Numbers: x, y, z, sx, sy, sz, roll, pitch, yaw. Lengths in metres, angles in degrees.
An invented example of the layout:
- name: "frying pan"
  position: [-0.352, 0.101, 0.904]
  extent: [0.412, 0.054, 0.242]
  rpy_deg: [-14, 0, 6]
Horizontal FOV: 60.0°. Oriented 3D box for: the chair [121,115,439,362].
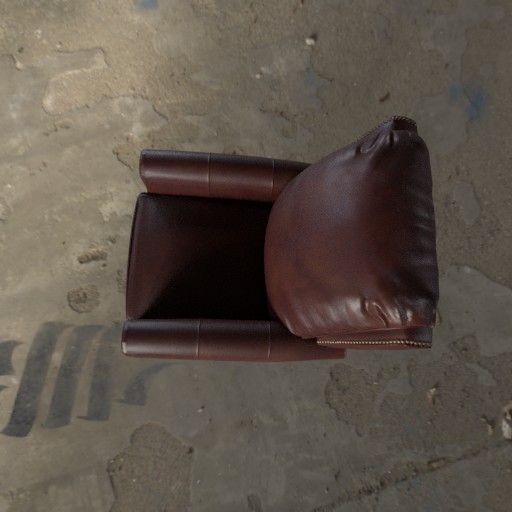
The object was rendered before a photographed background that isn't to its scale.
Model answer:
- name: "chair"
  position: [0.000, 0.000, 1.773]
  extent: [1.089, 1.022, 0.826]
  rpy_deg: [2, 75, 1]
